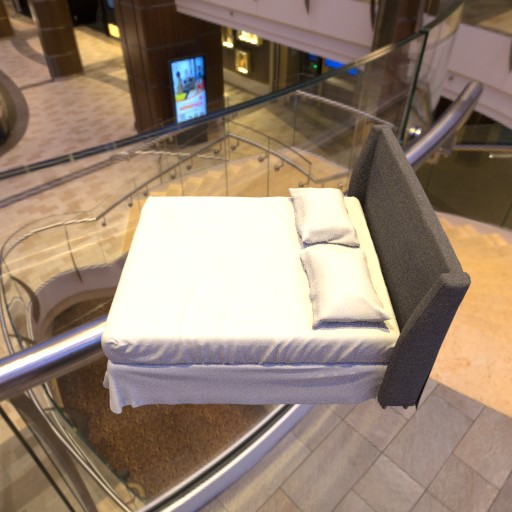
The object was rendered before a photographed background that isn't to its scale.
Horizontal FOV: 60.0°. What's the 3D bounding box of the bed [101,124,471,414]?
[{"bbox_3d":[0.000,0.000,3.439,2.276,1.332,1.925,0,41,0],"label":"bed"}]
